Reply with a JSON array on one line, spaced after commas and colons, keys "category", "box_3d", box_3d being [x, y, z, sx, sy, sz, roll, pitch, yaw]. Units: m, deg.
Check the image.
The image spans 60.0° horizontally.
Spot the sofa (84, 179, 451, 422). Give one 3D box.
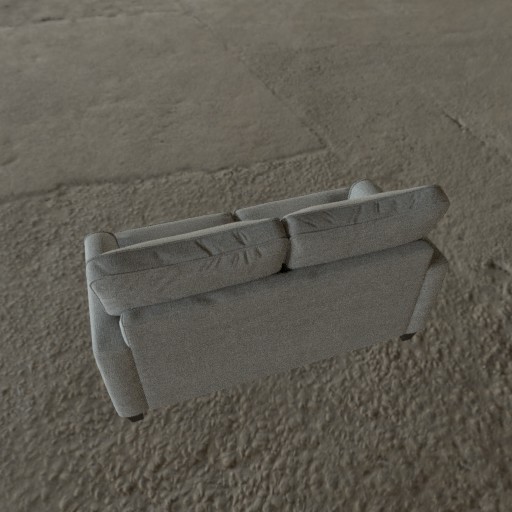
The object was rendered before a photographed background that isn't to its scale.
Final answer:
[{"category": "sofa", "box_3d": [0.000, 0.000, 2.286, 1.651, 0.965, 0.965, -13, 44, -14]}]
